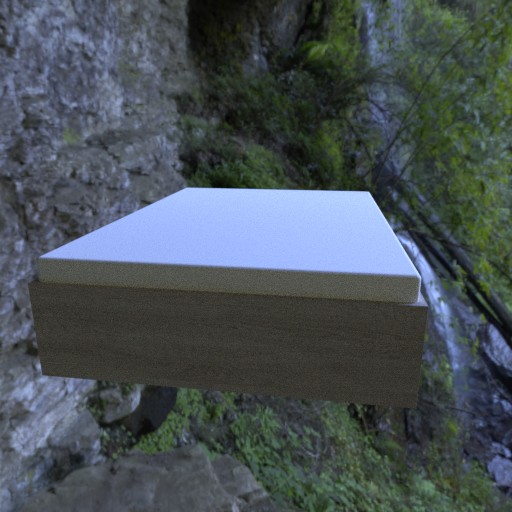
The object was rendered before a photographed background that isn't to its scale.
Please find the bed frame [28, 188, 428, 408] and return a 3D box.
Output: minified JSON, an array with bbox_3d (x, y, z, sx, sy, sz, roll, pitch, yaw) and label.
[{"bbox_3d":[0.000,0.000,2.532,1.448,0.490,1.944,3,17,8],"label":"bed frame"}]
